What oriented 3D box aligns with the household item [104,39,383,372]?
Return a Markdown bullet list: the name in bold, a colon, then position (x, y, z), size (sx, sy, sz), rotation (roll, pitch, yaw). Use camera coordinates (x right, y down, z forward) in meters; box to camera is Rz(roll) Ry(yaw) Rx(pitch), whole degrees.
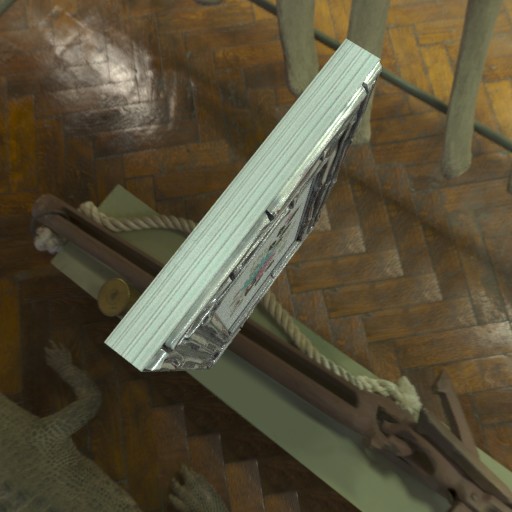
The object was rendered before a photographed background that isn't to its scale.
- **household item**: position (0.000, 0.000, 0.285), size (0.025, 0.216, 0.165), rotation (35, 78, 8)
